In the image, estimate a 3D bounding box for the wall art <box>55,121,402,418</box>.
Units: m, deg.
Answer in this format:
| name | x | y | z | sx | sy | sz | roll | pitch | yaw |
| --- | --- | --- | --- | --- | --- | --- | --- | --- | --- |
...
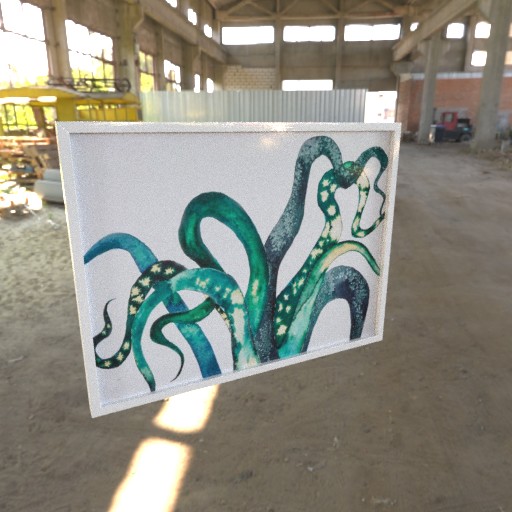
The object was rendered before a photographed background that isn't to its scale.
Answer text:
| name | x | y | z | sx | sy | sz | roll | pitch | yaw |
| --- | --- | --- | --- | --- | --- | --- | --- | --- | --- |
| wall art | 0.000 | 0.000 | 1.363 | 1.041 | 0.787 | 0.053 | -8 | 18 | -25 |
